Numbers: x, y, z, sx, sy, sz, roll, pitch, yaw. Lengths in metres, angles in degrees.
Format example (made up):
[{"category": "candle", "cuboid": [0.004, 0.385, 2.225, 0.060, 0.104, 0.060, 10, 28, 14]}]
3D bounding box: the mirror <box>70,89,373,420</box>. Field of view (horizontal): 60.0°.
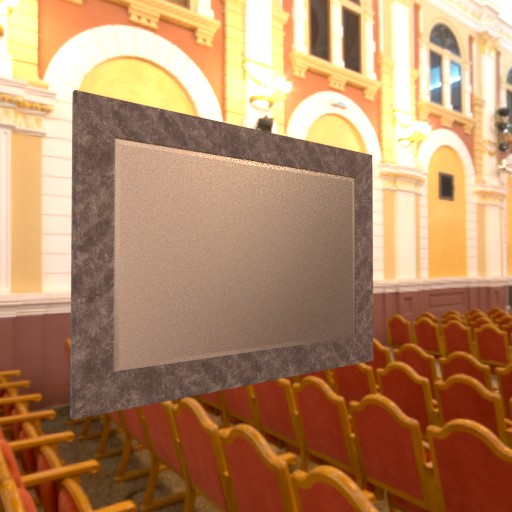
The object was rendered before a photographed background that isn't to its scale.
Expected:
[{"category": "mirror", "cuboid": [0.000, 0.000, 1.399, 1.101, 0.795, 0.022, 1, -1, -36]}]
